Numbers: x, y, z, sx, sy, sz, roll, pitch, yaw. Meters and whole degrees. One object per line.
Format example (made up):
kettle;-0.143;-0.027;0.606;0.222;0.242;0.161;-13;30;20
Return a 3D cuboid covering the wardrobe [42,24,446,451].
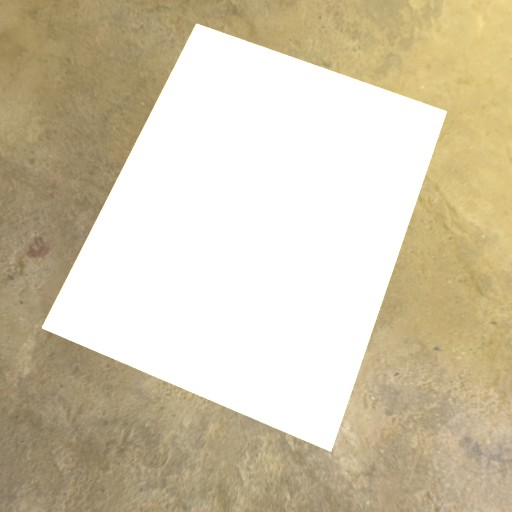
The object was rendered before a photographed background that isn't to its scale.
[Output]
wardrobe;0.000;0.000;0.864;0.400;0.520;0.500;21;78;5
